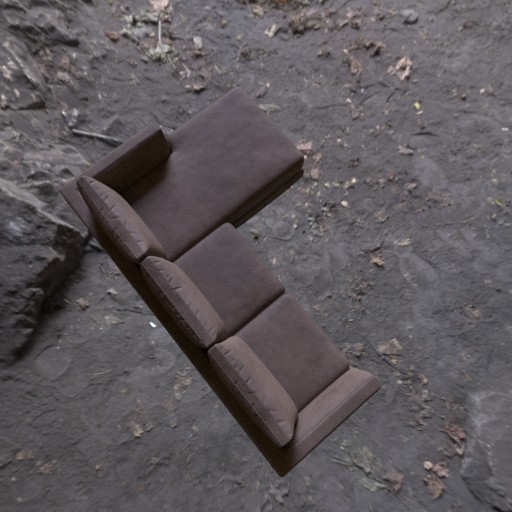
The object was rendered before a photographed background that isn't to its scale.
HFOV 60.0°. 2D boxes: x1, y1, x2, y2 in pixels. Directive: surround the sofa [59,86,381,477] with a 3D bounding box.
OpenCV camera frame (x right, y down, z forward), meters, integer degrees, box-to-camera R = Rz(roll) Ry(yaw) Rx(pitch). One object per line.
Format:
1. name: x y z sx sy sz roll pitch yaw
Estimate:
1. sofa: 0.000 0.000 3.271 1.622 0.987 2.438 -39 79 -9
